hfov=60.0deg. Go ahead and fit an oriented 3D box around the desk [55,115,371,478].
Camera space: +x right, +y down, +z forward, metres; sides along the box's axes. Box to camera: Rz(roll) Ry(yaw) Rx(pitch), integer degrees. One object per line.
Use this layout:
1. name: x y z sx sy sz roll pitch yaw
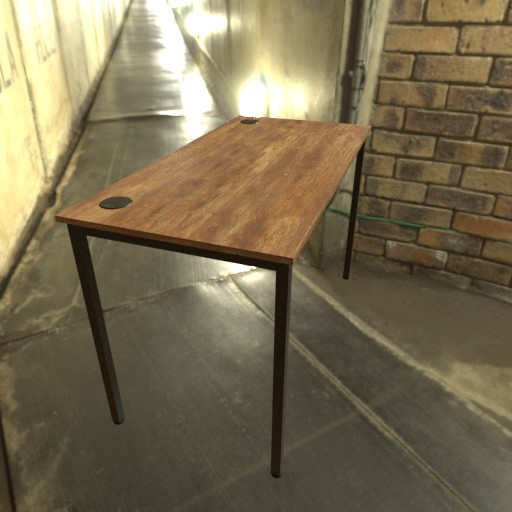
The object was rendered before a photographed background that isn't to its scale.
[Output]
1. desk: 0.000 0.000 1.657 0.600 0.749 1.200 10 31 17
